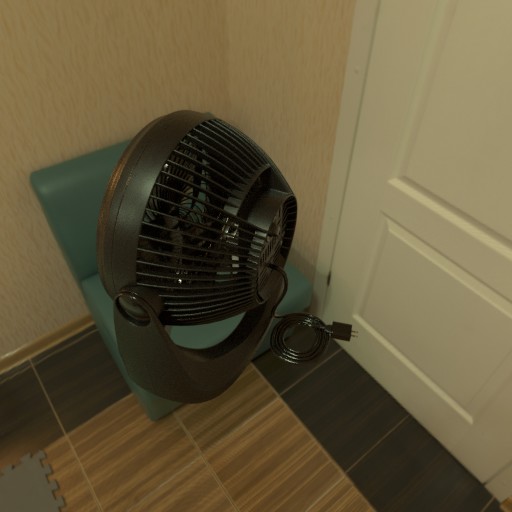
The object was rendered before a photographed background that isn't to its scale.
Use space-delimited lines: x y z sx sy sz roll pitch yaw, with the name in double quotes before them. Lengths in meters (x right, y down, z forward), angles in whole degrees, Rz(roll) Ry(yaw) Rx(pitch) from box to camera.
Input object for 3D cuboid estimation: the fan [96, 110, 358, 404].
"fan" 0.000 0.000 0.489 0.256 0.277 0.273 18 49 16
